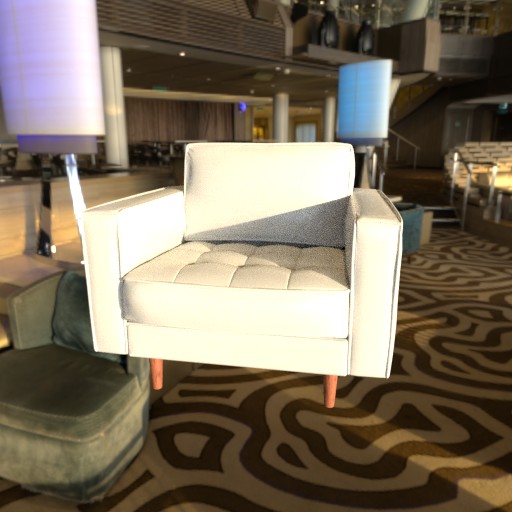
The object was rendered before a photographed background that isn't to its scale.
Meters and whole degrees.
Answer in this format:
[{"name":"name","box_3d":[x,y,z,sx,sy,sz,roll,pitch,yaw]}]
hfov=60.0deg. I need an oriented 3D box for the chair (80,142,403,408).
[{"name":"chair","box_3d":[0.000,0.000,1.557,0.928,0.773,0.843,3,15,10]}]
